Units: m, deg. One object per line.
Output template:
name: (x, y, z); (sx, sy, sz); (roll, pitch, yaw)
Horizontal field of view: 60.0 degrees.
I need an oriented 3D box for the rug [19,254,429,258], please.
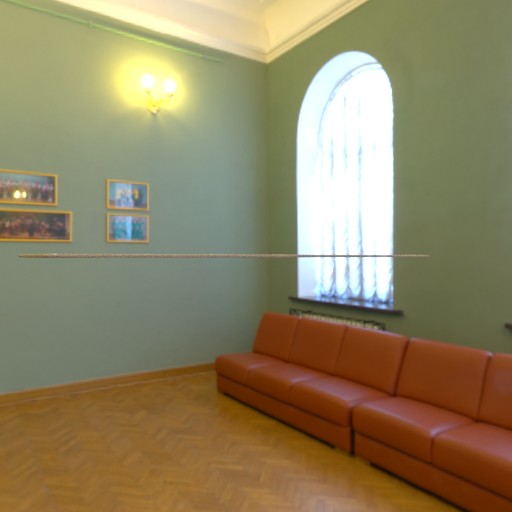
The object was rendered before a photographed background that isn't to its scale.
rug: (0.000, 0.000, 2.480); (2.276, 0.014, 0.678); (0, 0, -35)
